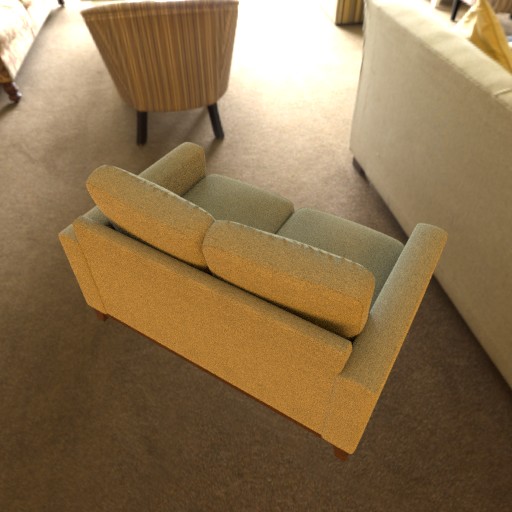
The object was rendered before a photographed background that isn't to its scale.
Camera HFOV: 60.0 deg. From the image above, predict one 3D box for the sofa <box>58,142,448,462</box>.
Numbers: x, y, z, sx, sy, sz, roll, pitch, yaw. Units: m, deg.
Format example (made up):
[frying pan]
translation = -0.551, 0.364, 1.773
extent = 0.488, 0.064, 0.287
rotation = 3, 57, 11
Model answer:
[sofa]
translation = 0.000, 0.000, 1.998
extent = 1.420, 0.873, 0.917
rotation = 23, 50, 21
